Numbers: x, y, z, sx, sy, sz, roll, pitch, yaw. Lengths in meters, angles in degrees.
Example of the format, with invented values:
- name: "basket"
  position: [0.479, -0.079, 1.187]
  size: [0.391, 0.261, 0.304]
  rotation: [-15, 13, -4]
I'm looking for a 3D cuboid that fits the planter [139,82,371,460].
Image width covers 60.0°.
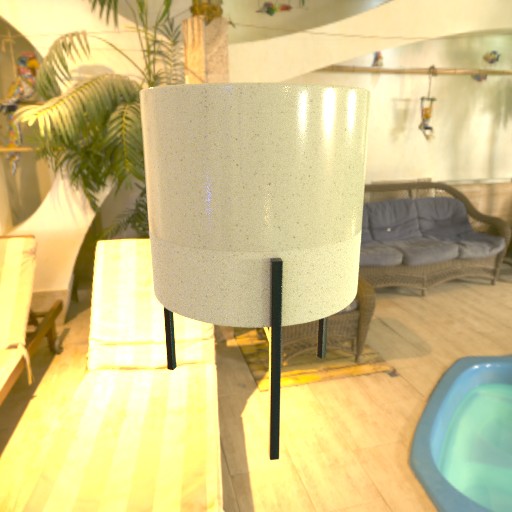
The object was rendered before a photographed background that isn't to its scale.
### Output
- name: "planter"
  position: [0.000, 0.000, 0.330]
  size: [0.152, 0.230, 0.159]
  rotation: [-3, 17, -8]
